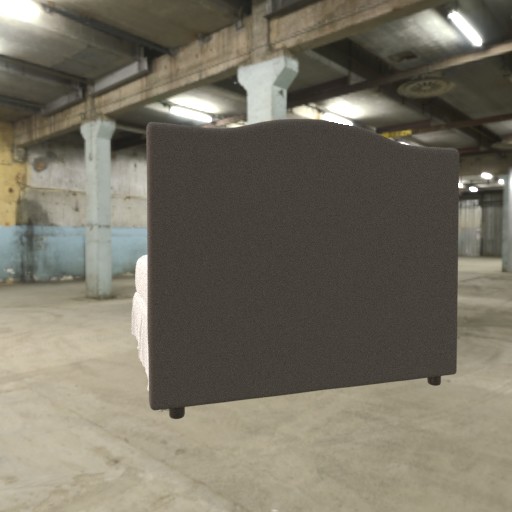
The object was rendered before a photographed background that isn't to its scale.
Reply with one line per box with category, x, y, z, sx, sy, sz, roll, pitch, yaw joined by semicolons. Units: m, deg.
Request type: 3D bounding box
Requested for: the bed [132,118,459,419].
bed;0.000;0.000;3.105;1.666;1.387;2.036;-1;2;-19
